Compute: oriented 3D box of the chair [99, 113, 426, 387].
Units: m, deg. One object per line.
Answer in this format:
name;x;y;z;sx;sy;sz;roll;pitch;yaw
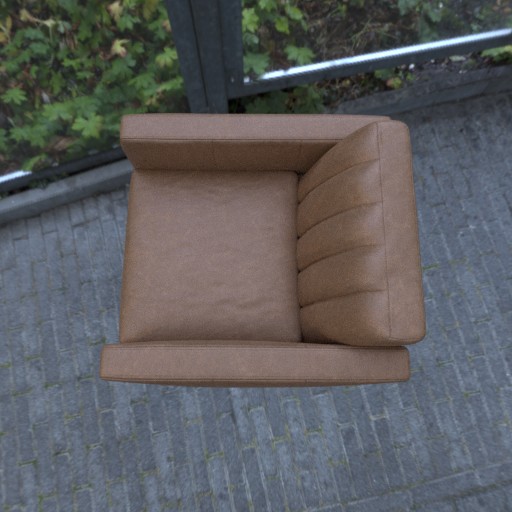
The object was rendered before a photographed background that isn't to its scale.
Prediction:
chair;0.000;0.000;1.684;0.998;0.819;0.953;0;76;0
